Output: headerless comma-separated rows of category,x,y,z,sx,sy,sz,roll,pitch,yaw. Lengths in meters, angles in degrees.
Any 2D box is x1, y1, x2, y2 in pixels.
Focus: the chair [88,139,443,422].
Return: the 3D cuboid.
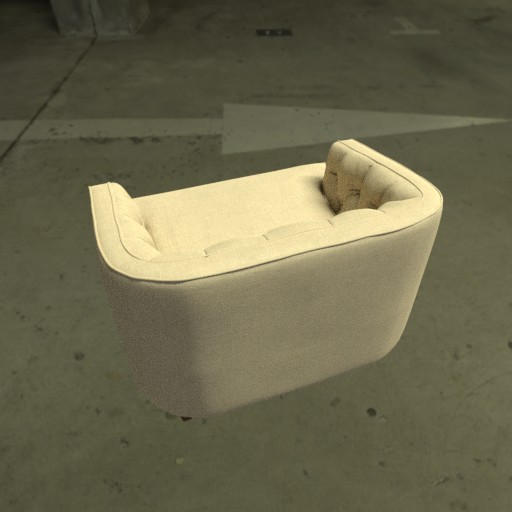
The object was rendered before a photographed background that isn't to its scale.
chair,0.000,0.000,1.725,1.118,0.787,0.914,-14,43,-15
